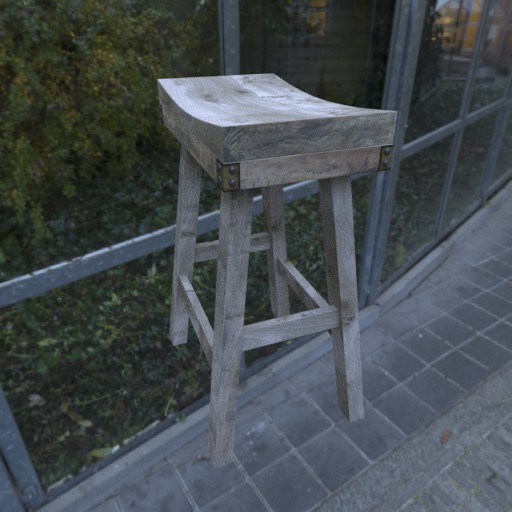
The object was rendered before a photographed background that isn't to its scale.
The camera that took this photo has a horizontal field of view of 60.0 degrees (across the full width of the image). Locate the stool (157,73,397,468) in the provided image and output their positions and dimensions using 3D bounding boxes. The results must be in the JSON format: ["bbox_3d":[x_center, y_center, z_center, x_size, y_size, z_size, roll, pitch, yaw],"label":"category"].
[{"bbox_3d":[0.000,0.000,0.906,0.330,0.635,0.450,-11,31,-18],"label":"stool"}]
